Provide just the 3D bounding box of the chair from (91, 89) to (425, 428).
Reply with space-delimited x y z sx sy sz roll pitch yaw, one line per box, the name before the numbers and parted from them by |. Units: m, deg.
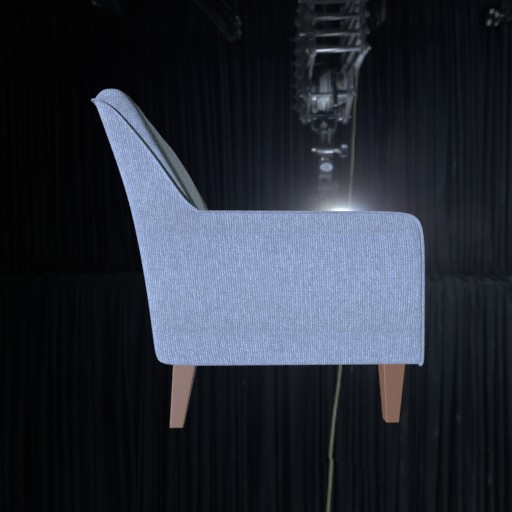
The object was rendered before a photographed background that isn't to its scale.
chair | 0.000 0.000 1.569 0.899 0.919 0.780 0 1 -2
